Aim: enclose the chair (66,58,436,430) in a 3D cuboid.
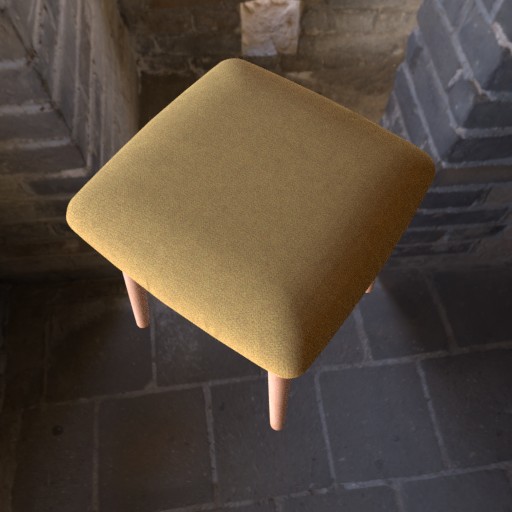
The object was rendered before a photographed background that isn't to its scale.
[{"bbox_3d":[0.000,0.000,0.695,0.350,0.440,0.350,33,67,15],"label":"chair"}]
